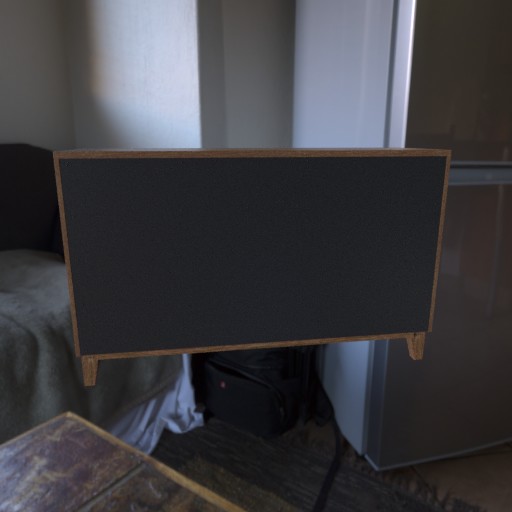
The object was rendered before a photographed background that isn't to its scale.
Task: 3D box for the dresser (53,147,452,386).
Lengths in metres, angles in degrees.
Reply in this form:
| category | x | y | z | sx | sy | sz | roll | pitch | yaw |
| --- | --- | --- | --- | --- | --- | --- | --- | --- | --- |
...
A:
| category | x | y | z | sx | sy | sz | roll | pitch | yaw |
| --- | --- | --- | --- | --- | --- | --- | --- | --- | --- |
| dresser | 0.000 | 0.000 | 1.861 | 1.400 | 0.873 | 0.446 | -2 | 15 | -9 |
